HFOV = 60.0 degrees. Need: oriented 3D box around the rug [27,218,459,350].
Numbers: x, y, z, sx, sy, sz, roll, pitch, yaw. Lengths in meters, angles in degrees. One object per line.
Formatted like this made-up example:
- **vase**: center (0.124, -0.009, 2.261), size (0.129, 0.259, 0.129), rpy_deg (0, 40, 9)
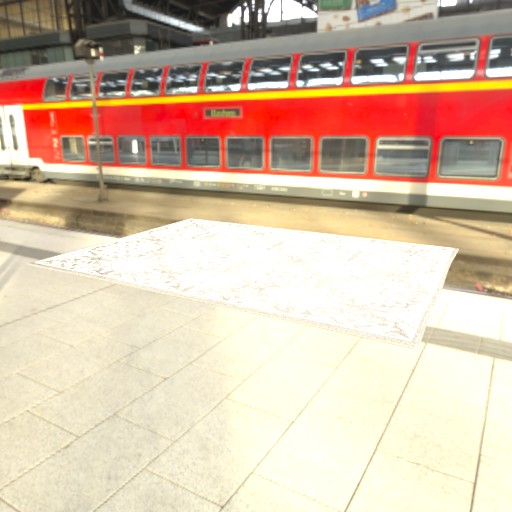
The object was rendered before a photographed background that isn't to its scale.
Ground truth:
- **rug**: center (0.000, 0.000, 2.794), size (2.213, 0.014, 1.608), rpy_deg (8, 18, 27)
